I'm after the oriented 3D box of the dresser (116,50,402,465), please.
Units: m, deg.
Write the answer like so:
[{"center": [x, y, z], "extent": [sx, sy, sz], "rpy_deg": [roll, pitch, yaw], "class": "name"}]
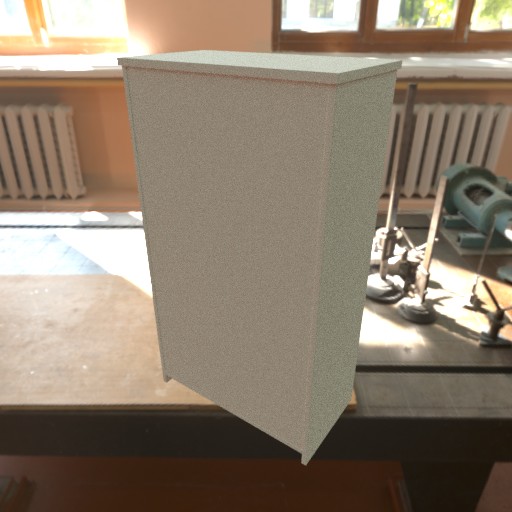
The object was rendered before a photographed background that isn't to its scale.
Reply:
[{"center": [0.000, 0.000, 1.537], "extent": [0.704, 1.255, 0.399], "rpy_deg": [19, 34, 31], "class": "dresser"}]
